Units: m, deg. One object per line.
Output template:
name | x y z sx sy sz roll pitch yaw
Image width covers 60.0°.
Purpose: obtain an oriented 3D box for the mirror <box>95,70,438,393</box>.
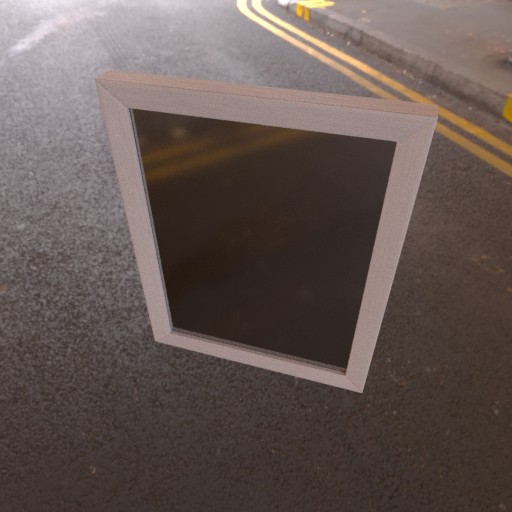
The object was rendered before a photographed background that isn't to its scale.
mirror | 0.000 0.000 0.682 0.405 0.508 0.041 11 41 13
